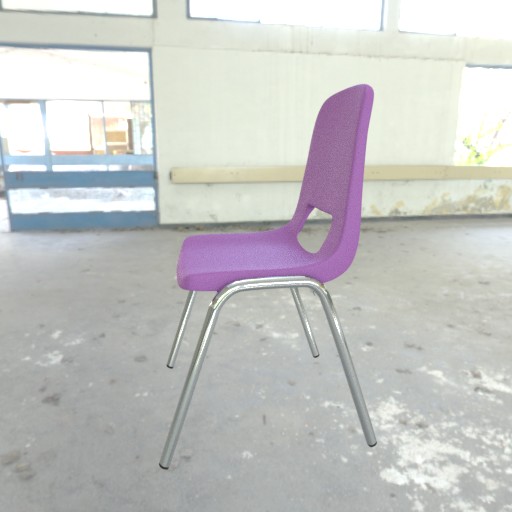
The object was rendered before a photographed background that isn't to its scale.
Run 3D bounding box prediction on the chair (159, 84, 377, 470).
[{"bbox_3d":[0.000,0.000,0.678,0.301,0.493,0.291,-2,14,-9],"label":"chair"}]
